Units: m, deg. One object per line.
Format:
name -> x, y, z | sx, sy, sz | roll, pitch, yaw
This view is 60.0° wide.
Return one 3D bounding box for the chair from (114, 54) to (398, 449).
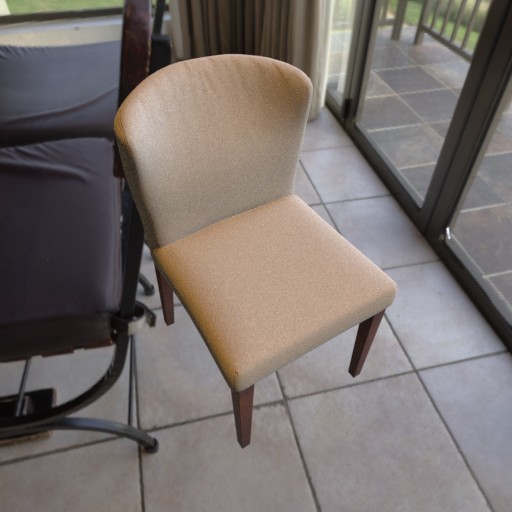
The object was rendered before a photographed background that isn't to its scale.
chair -> 0.000, 0.000, 1.174 | 0.491, 0.839, 0.592 | -24, 51, -22
